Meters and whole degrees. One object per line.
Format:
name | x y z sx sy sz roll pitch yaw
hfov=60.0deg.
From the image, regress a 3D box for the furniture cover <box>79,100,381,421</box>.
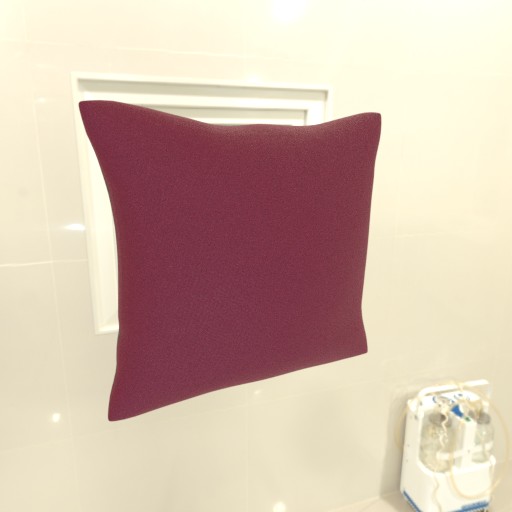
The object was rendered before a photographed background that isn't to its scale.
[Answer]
furniture cover | 0.000 0.000 0.795 0.552 0.509 0.193 -7 16 -26
